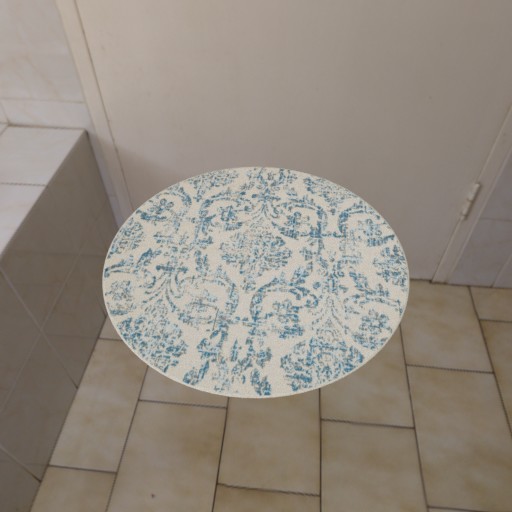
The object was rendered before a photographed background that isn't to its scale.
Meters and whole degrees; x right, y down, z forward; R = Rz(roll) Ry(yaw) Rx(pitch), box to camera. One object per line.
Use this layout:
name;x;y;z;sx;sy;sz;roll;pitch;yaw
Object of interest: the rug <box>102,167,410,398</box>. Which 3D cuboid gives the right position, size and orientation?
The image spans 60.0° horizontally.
rug;0.000;0.000;2.361;1.593;0.012;1.593;0;47;0
